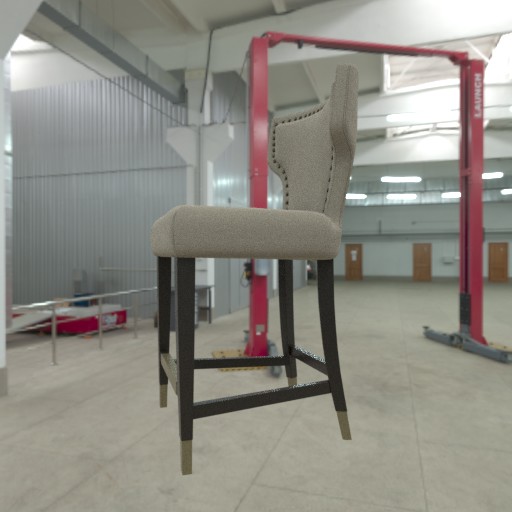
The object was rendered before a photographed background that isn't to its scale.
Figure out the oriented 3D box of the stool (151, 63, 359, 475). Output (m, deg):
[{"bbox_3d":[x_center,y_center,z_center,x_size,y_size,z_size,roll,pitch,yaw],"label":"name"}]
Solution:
[{"bbox_3d":[0.000,0.000,1.297,0.563,0.982,0.527,0,0,-18],"label":"stool"}]
